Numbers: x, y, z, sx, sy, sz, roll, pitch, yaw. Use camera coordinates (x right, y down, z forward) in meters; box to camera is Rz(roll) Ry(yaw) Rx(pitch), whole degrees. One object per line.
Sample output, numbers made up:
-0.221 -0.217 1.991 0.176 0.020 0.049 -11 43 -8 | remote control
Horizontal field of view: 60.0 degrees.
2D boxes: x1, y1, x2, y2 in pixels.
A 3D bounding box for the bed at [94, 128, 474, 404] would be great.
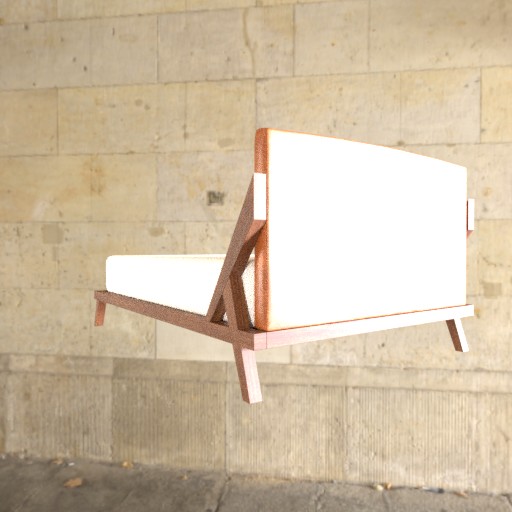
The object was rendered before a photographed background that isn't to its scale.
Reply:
0.000 0.000 3.195 1.651 1.168 2.311 -1 1 -35 | bed
